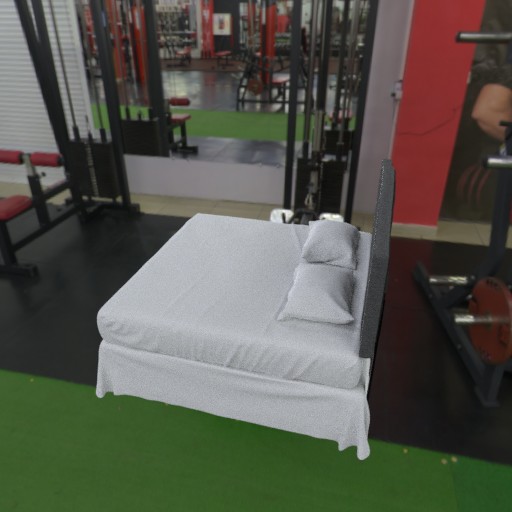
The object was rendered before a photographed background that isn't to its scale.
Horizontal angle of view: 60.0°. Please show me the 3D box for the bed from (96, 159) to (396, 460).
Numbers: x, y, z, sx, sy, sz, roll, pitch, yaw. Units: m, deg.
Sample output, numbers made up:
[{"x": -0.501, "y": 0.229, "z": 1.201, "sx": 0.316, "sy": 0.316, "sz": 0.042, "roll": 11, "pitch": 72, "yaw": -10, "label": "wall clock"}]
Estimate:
[{"x": 0.000, "y": 0.000, "z": 3.809, "sx": 2.219, "sy": 1.651, "sz": 2.314, "roll": 8, "pitch": 29, "yaw": 14, "label": "bed"}]
